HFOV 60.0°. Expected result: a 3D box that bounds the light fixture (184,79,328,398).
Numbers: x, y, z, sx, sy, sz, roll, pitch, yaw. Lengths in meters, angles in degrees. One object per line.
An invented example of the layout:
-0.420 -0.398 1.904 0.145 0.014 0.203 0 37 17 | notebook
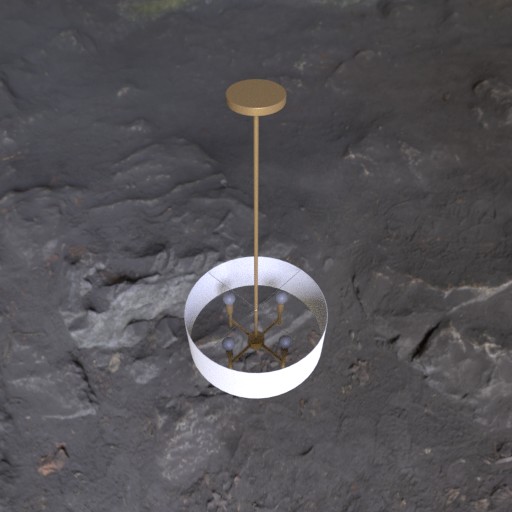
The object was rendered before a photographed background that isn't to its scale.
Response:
0.000 0.000 1.379 0.508 1.067 0.508 0 47 0 | light fixture
